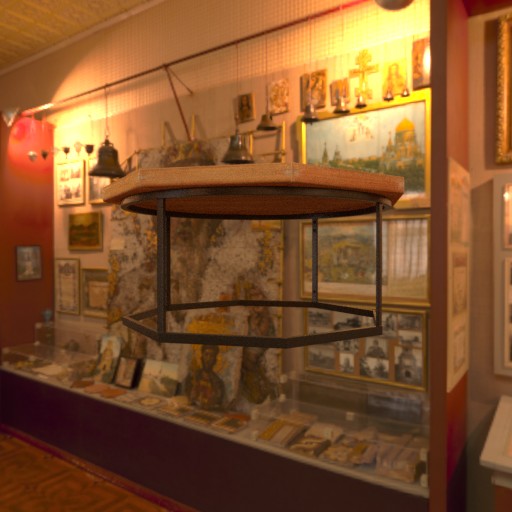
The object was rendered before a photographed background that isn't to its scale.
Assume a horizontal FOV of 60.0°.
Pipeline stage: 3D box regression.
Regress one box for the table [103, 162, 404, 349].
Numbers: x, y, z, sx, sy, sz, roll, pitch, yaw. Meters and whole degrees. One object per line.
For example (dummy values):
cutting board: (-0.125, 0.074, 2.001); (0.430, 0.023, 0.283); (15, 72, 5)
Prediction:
table: (0.000, 0.000, 1.514); (1.002, 0.444, 1.002); (0, 1, 0)
